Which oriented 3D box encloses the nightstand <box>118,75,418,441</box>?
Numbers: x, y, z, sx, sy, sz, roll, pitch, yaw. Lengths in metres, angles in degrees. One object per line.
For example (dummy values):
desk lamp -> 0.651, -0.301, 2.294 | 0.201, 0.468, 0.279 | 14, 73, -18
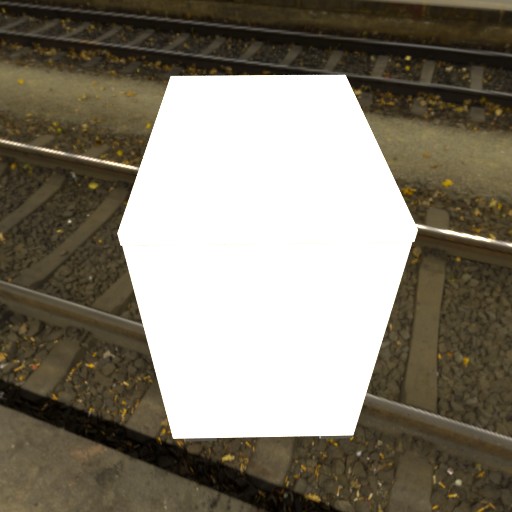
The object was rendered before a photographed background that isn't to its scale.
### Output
nightstand -> 0.000, 0.000, 0.773 | 0.325, 0.460, 0.441 | -1, 42, -1
